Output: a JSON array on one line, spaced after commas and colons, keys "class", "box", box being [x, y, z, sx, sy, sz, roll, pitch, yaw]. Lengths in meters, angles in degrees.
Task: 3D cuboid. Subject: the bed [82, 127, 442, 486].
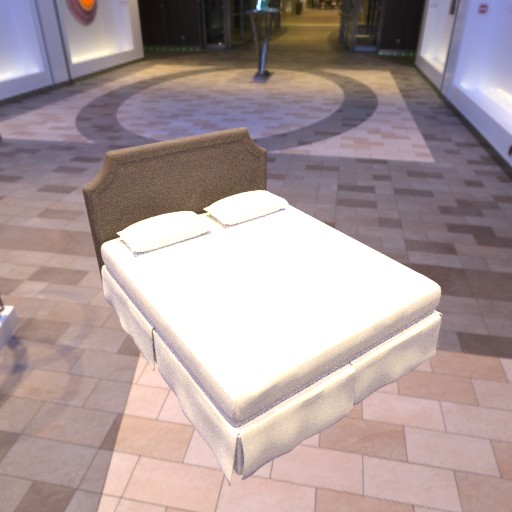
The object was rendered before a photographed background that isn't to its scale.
[{"class": "bed", "box": [0.000, 0.000, 4.143, 2.350, 1.590, 2.773, -20, 36, -30]}]
